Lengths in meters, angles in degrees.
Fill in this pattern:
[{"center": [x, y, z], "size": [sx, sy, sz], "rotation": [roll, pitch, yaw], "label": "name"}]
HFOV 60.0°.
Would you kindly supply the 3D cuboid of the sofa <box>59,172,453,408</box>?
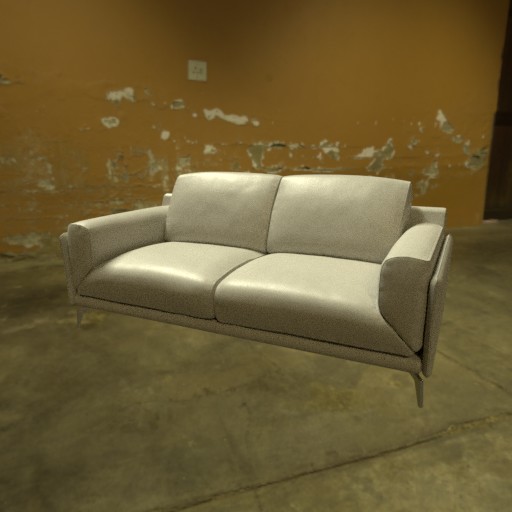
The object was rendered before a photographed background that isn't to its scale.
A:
[{"center": [0.000, 0.000, 2.635], "size": [2.101, 0.930, 1.049], "rotation": [6, 15, 25], "label": "sofa"}]
